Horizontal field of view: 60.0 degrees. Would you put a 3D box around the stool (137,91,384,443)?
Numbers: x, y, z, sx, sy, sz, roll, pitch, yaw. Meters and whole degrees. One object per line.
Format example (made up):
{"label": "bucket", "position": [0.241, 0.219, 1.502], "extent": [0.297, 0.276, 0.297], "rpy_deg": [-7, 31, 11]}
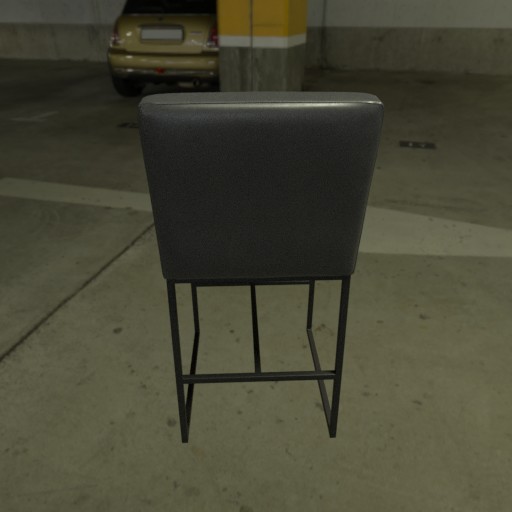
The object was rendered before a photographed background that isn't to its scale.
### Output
{"label": "stool", "position": [0.000, 0.000, 1.236], "extent": [0.457, 0.938, 0.552], "rpy_deg": [-1, 29, -2]}
